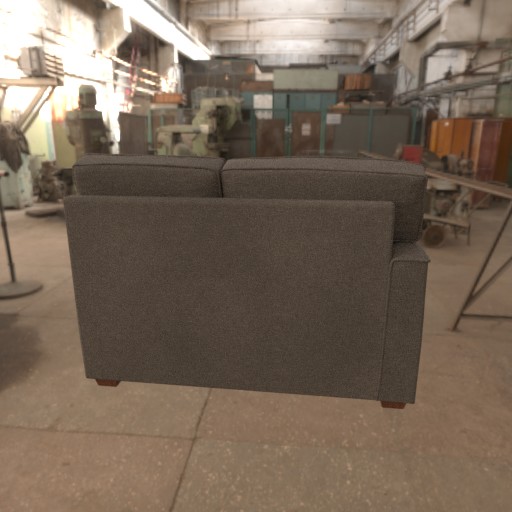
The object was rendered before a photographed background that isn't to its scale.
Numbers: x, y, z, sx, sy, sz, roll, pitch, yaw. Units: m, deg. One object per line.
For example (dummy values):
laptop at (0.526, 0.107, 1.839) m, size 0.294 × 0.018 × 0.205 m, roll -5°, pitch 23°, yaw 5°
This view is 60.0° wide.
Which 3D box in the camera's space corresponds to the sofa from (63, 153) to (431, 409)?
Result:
sofa at (0.000, 0.000, 2.133) m, size 1.388 × 0.989 × 0.991 m, roll 2°, pitch 16°, yaw 7°
